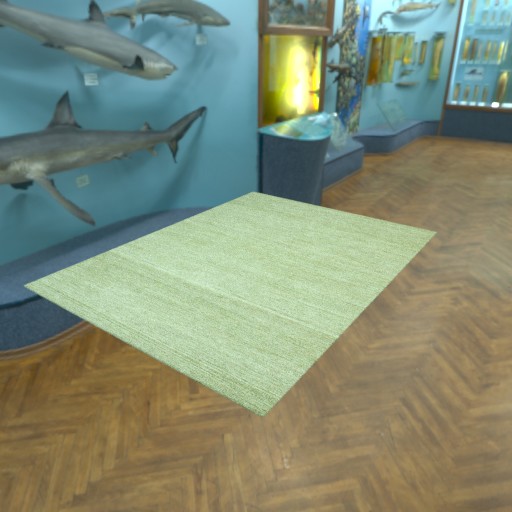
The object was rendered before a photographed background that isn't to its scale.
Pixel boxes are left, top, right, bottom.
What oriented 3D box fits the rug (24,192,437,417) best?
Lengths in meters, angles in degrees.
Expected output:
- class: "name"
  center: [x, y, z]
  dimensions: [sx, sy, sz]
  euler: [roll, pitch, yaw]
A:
- class: "rug"
  center: [0.000, 0.000, 4.184]
  dimensions: [2.425, 0.016, 3.198]
  euler: [17, 31, 32]
